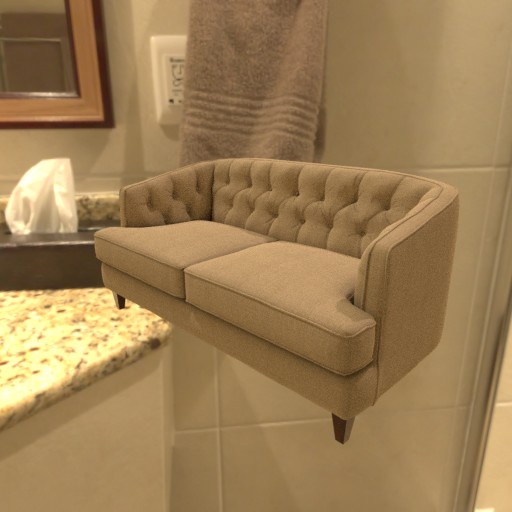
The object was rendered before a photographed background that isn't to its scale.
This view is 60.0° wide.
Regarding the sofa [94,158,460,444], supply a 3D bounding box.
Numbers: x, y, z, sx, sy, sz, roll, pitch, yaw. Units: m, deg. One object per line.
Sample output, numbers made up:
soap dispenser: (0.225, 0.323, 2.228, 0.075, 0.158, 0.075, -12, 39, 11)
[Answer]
sofa: (0.000, 0.000, 2.216, 0.941, 0.855, 1.733, -17, 24, -42)
